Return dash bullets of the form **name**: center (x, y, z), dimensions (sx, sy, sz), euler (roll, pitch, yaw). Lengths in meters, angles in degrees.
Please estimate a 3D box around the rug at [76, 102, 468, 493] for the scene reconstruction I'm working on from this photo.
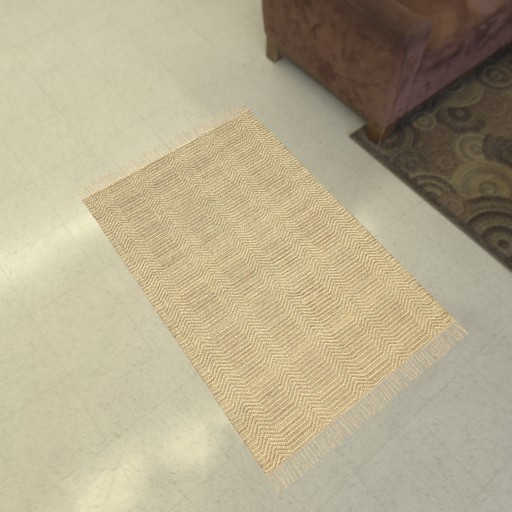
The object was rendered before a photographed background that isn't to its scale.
- **rug**: center (0.000, 0.000, 3.068), dimensions (1.528, 0.034, 2.523), euler (-33, 68, -16)
